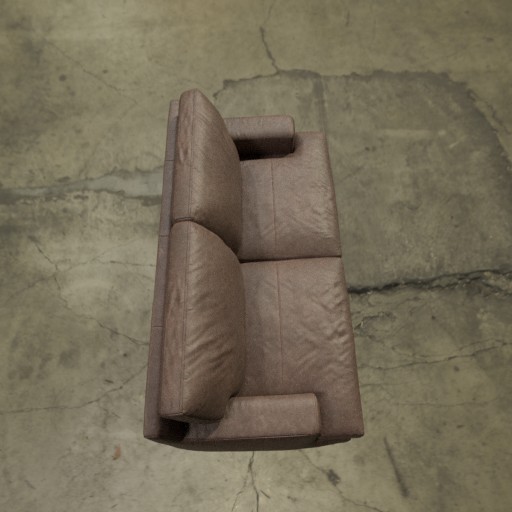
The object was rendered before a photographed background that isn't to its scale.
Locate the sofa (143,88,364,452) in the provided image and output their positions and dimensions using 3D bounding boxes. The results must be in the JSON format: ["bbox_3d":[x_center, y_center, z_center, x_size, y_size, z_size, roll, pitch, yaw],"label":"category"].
[{"bbox_3d":[0.000,0.000,2.833,1.143,0.941,2.261,-1,63,-1],"label":"sofa"}]
